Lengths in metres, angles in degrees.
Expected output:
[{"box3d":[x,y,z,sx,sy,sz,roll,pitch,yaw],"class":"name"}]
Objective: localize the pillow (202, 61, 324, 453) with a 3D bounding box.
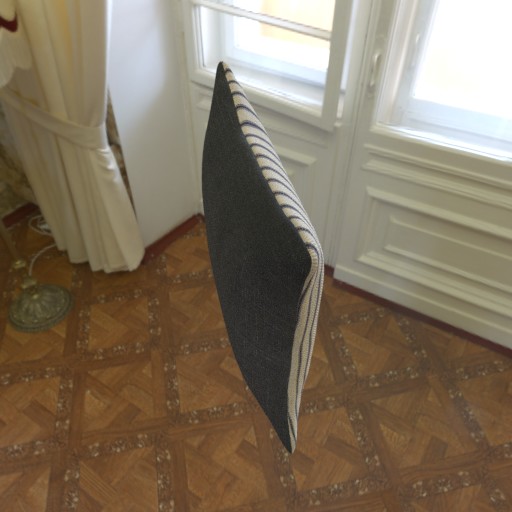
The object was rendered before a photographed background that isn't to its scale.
[{"box3d":[0.000,0.000,0.710,0.138,0.444,0.468,-10,45,-9],"class":"pillow"}]
